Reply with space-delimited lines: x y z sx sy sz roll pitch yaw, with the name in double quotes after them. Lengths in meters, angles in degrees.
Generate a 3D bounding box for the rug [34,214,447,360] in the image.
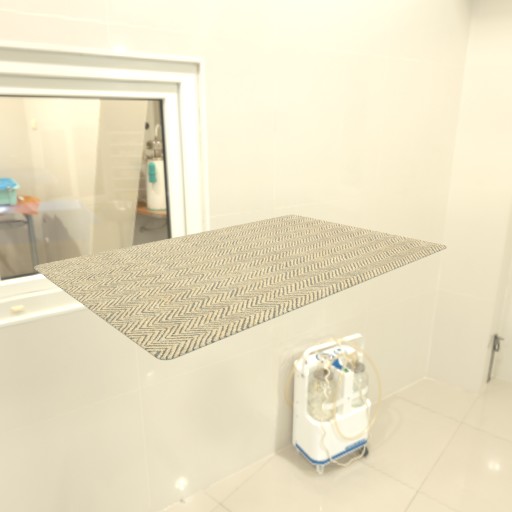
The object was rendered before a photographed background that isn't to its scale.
0.000 0.000 2.204 1.752 0.008 1.144 -15 23 -40 "rug"
